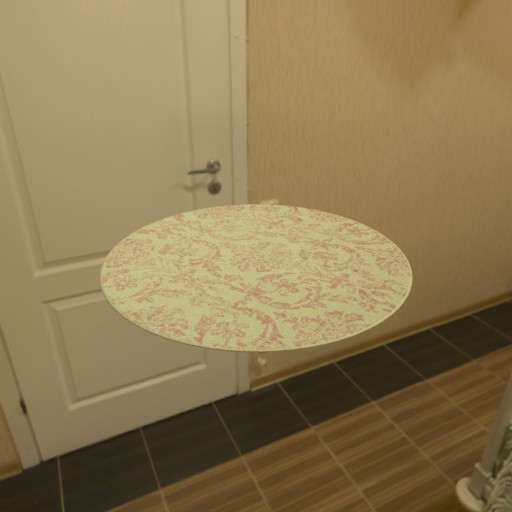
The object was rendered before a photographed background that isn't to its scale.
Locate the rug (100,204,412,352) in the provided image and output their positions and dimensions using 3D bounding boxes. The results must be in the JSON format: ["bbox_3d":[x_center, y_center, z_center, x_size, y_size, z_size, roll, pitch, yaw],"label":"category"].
[{"bbox_3d":[0.000,0.000,2.366,1.593,0.012,1.593,0,27,0],"label":"rug"}]
